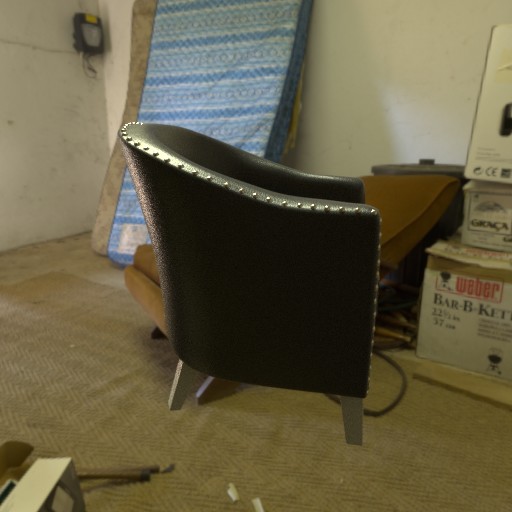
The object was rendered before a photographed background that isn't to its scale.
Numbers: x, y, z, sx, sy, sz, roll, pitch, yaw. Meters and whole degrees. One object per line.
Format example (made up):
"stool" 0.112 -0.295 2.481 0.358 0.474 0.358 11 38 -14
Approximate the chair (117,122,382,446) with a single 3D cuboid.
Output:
"chair" 0.000 0.000 1.428 0.748 0.823 0.794 3 15 10
